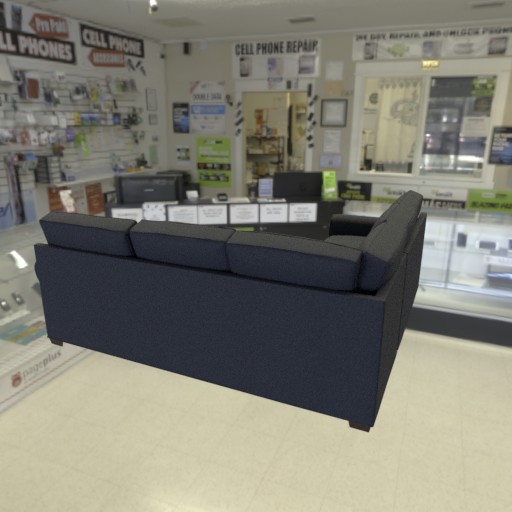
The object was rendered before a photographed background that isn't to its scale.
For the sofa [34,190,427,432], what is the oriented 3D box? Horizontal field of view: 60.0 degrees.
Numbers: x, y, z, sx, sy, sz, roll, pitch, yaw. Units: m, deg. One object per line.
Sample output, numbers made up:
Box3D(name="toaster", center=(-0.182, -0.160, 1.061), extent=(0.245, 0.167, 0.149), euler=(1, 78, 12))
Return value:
Box3D(name="sofa", center=(0.000, 0.000, 3.852), extent=(2.562, 1.042, 2.487), euler=(8, 19, 24))
